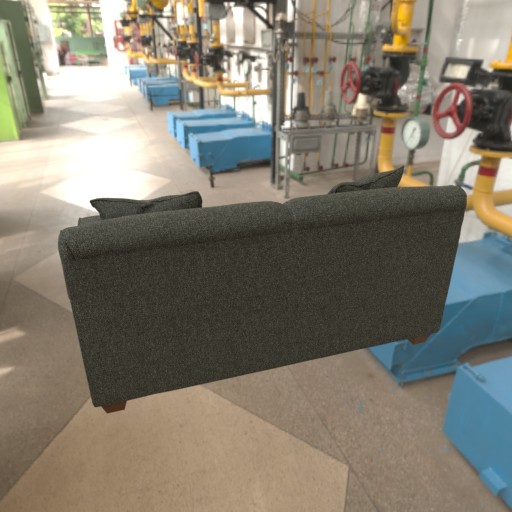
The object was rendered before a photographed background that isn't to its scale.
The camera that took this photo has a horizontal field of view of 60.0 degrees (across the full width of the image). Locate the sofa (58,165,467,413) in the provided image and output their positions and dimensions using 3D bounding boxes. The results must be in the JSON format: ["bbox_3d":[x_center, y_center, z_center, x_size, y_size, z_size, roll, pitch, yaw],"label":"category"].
[{"bbox_3d":[0.000,0.000,2.450,1.846,0.958,0.998,-8,27,-16],"label":"sofa"}]
